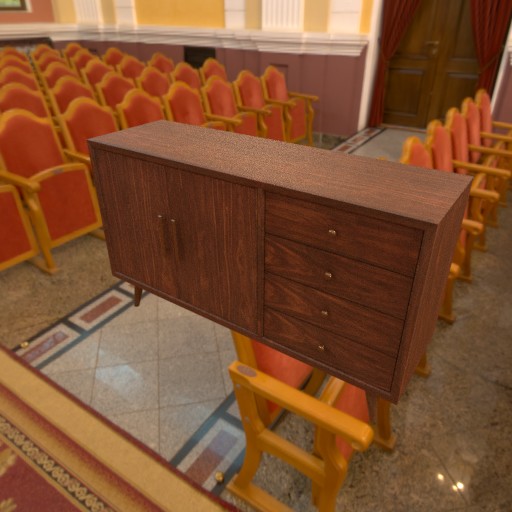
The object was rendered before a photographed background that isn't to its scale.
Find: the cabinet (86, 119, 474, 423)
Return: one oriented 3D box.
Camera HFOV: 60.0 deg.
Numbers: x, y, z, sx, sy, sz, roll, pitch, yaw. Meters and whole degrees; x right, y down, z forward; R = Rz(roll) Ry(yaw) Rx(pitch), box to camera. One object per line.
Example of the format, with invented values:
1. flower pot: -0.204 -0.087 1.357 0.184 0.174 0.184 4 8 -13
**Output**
1. cabinet: 0.000 0.000 2.050 1.575 0.940 0.505 19 35 29
